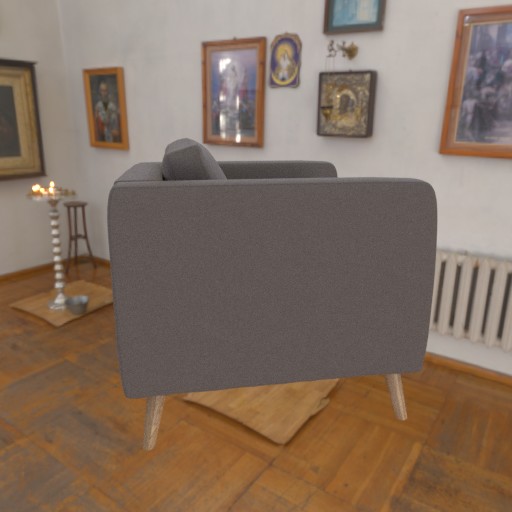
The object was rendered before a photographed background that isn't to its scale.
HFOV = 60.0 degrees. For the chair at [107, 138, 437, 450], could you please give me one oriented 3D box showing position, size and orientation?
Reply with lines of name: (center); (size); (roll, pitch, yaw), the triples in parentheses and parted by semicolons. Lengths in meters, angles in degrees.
chair: (0.000, 0.000, 1.684); (0.930, 0.860, 1.000); (-3, 16, -10)
